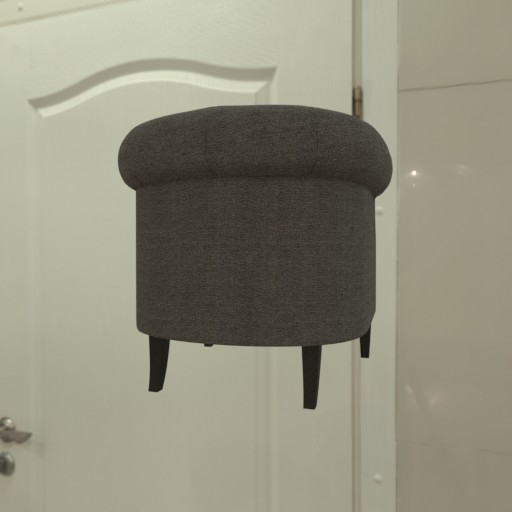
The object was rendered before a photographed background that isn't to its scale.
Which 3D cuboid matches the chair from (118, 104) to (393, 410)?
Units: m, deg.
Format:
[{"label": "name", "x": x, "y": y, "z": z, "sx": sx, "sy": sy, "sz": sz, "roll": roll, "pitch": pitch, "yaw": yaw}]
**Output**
[{"label": "chair", "x": 0.000, "y": 0.000, "z": 1.544, "sx": 0.905, "sy": 0.827, "sz": 0.852, "roll": 0, "pitch": 1, "yaw": 18}]
